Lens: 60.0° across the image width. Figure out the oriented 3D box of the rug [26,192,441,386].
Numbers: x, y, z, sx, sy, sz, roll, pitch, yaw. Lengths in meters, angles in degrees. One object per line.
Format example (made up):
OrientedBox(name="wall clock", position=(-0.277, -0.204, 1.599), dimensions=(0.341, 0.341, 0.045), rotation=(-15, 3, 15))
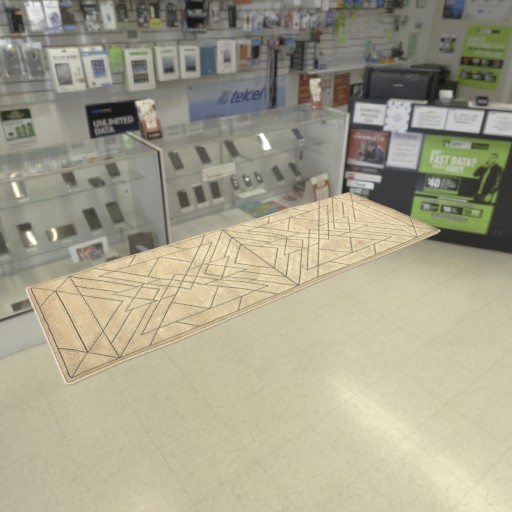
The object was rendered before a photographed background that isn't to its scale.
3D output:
OrientedBox(name="rug", position=(0.000, 0.000, 2.615), dimensions=(2.381, 0.036, 0.831), rotation=(-19, 35, -29))
